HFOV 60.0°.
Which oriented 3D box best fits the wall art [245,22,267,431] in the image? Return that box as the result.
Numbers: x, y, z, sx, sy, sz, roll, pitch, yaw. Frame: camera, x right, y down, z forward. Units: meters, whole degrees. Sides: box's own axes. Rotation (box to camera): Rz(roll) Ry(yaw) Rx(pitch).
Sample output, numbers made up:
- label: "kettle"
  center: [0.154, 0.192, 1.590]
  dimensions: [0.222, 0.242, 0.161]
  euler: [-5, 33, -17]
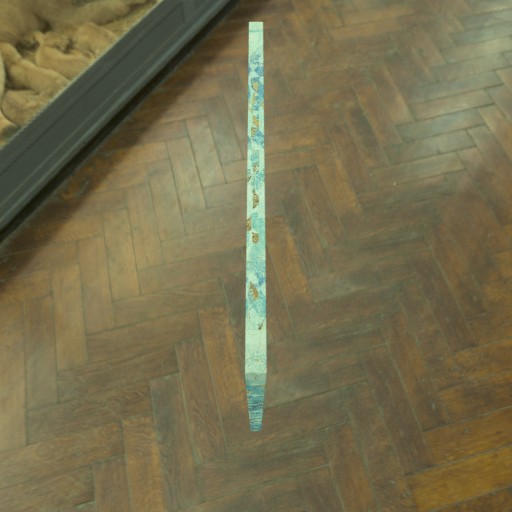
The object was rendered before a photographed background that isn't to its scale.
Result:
- label: "wall art"
  center: [0.000, 0.000, 1.364]
  dimensions: [0.040, 0.916, 0.916]
  euler: [0, 63, 0]
